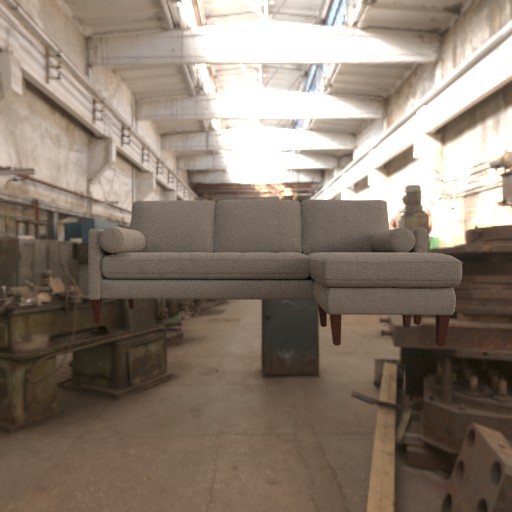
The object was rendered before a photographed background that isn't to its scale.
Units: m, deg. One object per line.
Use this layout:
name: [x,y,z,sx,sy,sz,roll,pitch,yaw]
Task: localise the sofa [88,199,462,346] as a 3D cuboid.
sofa: [0.000,0.000,2.890,2.178,0.875,1.506,0,1,2]
